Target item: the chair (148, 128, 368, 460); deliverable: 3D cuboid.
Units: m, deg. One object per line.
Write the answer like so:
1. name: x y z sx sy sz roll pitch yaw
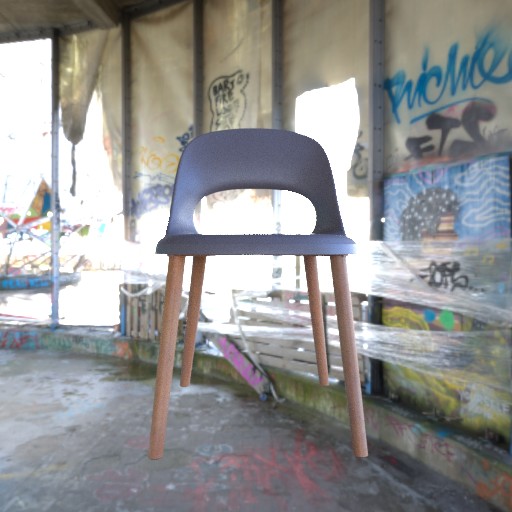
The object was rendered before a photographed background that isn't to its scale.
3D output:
1. chair: 0.000 0.000 1.131 0.470 0.795 0.556 0 1 -1
